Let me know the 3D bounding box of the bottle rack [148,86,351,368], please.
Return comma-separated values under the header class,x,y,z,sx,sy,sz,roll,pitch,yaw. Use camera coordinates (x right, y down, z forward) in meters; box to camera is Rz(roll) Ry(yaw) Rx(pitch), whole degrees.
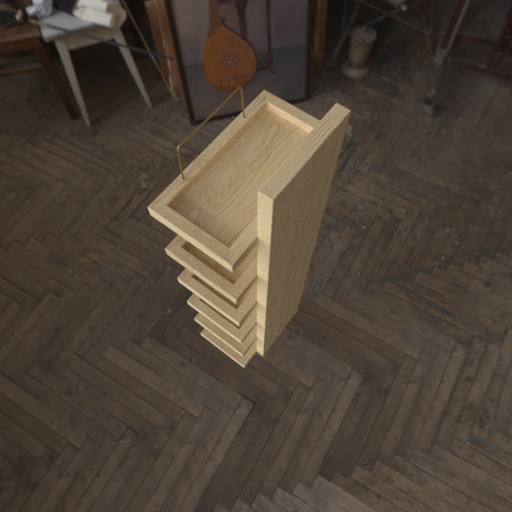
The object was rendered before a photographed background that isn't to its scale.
class,x,y,z,sx,sy,sz,roll,pitch,yaw
bottle rack,0.000,0.000,1.079,0.206,0.943,0.330,34,69,15
